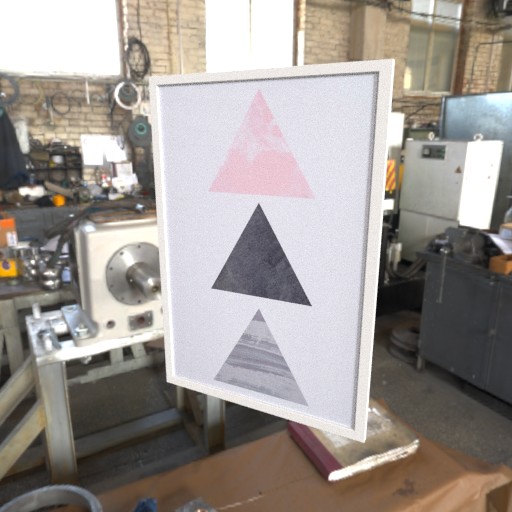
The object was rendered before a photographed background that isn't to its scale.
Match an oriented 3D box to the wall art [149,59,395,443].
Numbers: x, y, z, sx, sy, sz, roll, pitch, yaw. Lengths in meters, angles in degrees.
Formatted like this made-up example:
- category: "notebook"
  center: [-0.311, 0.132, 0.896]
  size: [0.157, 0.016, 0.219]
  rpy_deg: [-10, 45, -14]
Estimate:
- category: "wall art"
  center: [0.000, 0.000, 0.838]
  size: [0.456, 0.656, 0.013]
  rpy_deg: [8, 17, 26]
